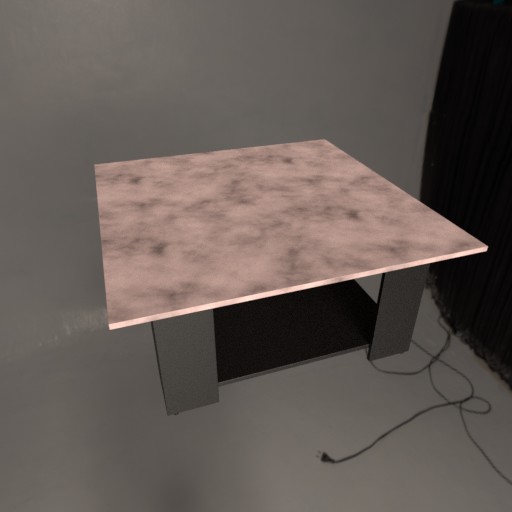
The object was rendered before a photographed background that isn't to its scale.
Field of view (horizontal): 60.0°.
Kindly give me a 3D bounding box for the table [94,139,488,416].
[{"bbox_3d":[0.000,0.000,1.069,0.670,0.305,0.670,-10,34,-16],"label":"table"}]
